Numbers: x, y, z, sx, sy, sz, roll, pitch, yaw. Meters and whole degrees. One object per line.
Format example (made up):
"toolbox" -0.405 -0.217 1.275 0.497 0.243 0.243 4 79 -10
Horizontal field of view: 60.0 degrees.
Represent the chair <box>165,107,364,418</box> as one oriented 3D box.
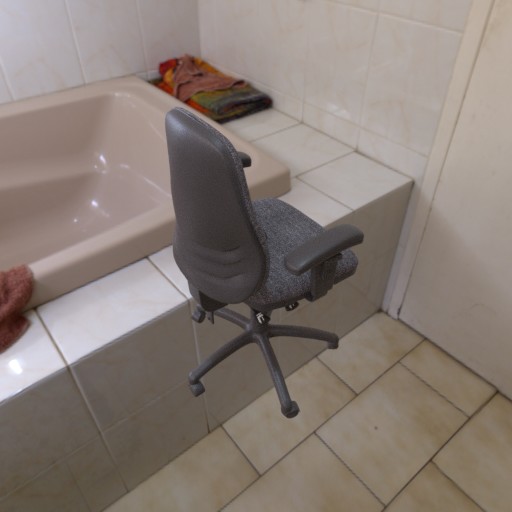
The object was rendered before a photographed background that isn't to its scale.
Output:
"chair" 0.000 0.000 1.272 0.530 0.910 0.550 -26 47 -27
